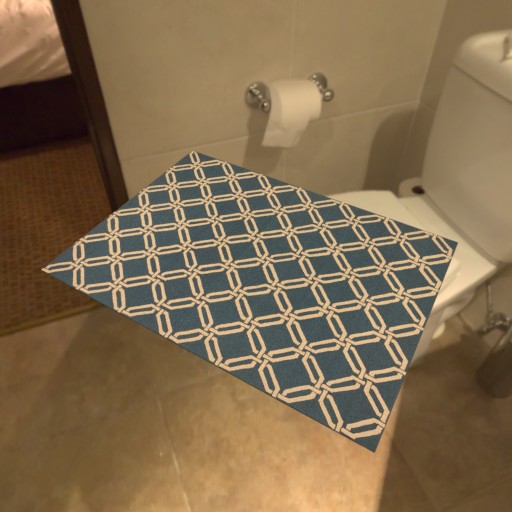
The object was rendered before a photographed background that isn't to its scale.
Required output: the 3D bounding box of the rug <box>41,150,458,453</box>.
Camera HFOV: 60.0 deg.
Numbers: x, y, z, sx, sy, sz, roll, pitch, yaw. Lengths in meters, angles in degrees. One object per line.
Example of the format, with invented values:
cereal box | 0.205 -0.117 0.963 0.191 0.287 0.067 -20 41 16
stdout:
rug | 0.000 0.000 4.374 3.342 0.018 2.432 23 50 21
